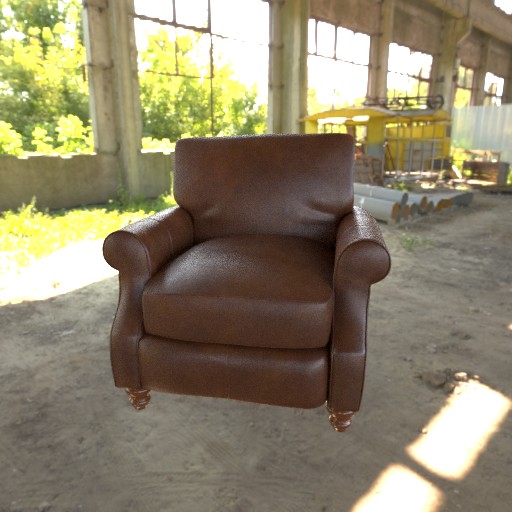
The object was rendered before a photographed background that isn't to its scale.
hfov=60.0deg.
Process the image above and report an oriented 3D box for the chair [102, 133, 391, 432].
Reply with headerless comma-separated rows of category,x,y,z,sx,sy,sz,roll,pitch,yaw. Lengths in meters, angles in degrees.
chair,0.000,0.000,1.793,0.989,0.972,0.992,3,15,10
